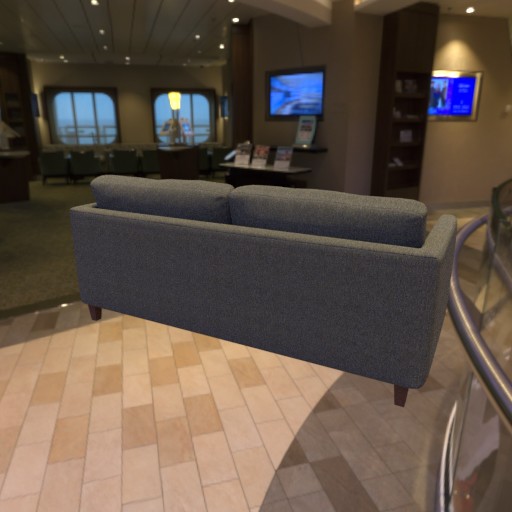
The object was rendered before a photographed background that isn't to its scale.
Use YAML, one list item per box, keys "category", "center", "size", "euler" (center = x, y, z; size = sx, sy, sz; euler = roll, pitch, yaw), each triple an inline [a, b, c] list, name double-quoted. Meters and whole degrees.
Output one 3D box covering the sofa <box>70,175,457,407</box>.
- category: "sofa"
  center: [0.000, 0.000, 2.762]
  size: [2.208, 0.965, 0.948]
  euler: [9, 19, 26]
